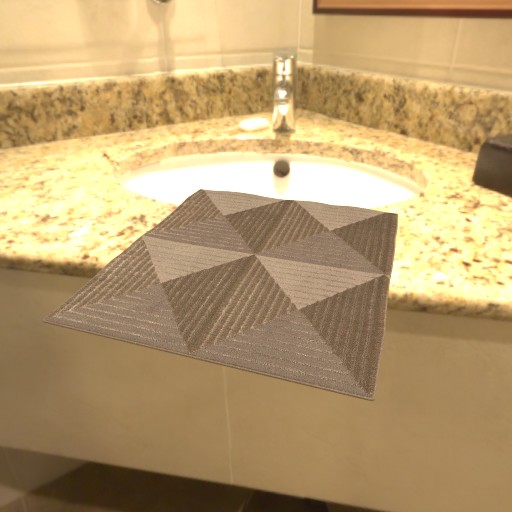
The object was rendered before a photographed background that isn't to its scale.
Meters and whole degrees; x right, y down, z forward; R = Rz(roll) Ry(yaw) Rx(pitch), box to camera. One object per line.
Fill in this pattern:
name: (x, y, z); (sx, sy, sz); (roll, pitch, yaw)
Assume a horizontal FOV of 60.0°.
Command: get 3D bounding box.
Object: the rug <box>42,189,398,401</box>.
rug: (0.000, 0.000, 0.928); (0.551, 0.008, 0.642); (9, 31, 16)
